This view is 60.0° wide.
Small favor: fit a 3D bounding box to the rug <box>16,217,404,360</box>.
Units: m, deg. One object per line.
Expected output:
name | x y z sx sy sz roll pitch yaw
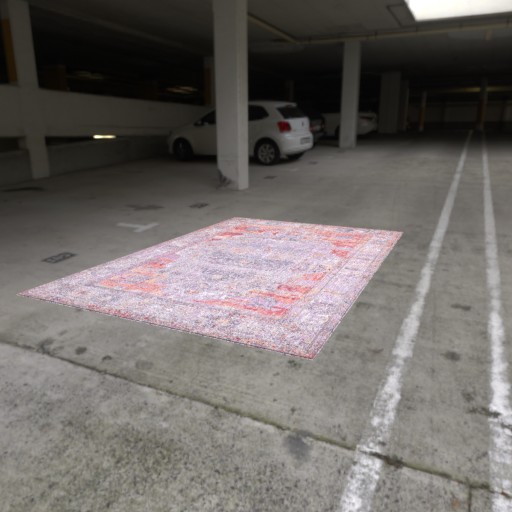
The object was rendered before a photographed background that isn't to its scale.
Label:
rug | 0.000 0.000 2.286 1.219 0.005 1.829 7 17 24
